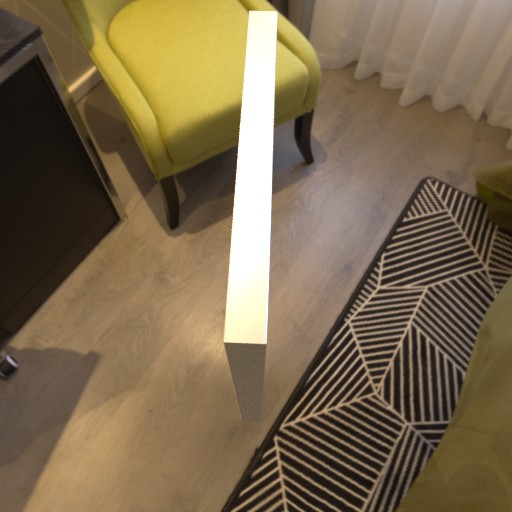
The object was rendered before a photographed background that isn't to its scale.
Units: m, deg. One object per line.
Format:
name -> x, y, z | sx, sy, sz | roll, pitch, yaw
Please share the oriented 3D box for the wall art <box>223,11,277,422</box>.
wall art -> 0.000, 0.000, 0.732 | 0.038, 0.549, 0.452 | 2, 63, 1
